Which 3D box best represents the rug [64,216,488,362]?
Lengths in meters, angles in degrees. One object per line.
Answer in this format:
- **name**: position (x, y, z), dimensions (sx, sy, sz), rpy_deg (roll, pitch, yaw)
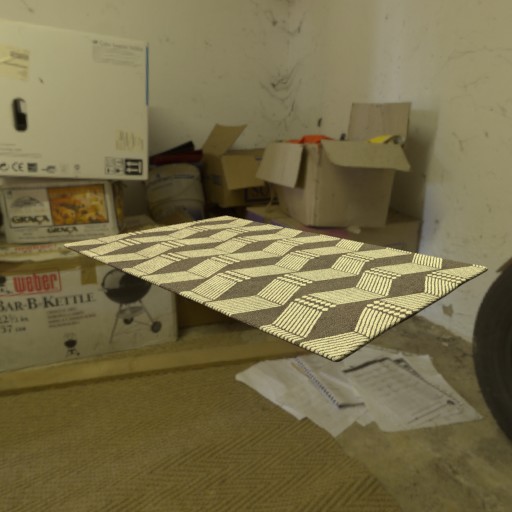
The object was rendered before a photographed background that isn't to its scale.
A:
- **rug**: position (0.000, 0.000, 2.256), dimensions (1.833, 0.016, 1.210), rpy_deg (15, 22, 43)
